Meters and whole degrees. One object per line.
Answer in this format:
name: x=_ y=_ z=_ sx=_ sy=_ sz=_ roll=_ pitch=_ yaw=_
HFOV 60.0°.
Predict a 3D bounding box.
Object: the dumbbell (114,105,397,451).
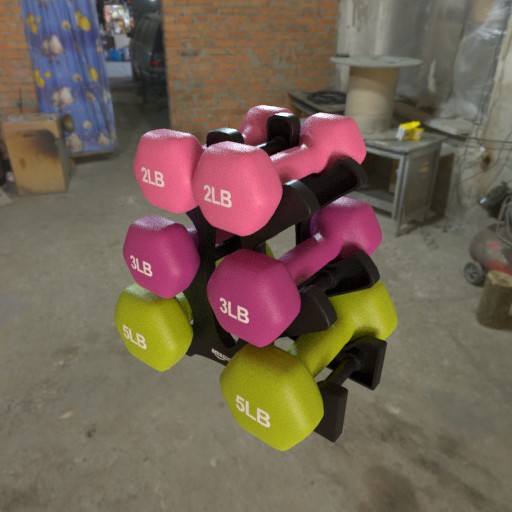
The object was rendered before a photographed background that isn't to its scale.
dumbbell: x=0.000 y=0.000 z=0.440 sx=0.257 sy=0.261 sz=0.203 roll=21 pitch=35 yaw=33
